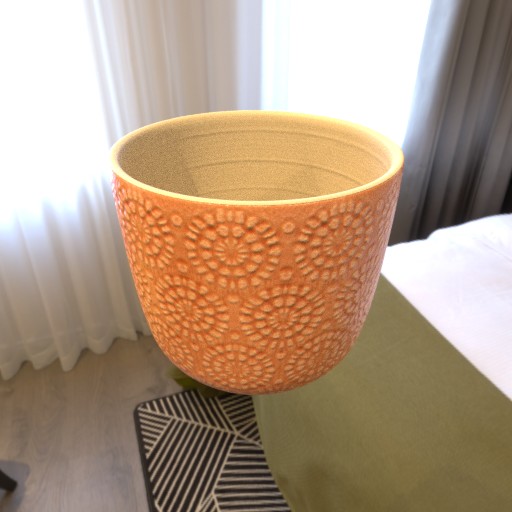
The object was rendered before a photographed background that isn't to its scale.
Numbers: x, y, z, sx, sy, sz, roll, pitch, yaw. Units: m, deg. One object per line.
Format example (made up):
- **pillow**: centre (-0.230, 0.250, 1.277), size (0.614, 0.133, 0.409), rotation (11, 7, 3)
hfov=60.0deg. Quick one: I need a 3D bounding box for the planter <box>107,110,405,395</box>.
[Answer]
- **planter**: centre (0.000, 0.000, 0.370), size (0.208, 0.190, 0.208), rotation (0, 31, 0)
